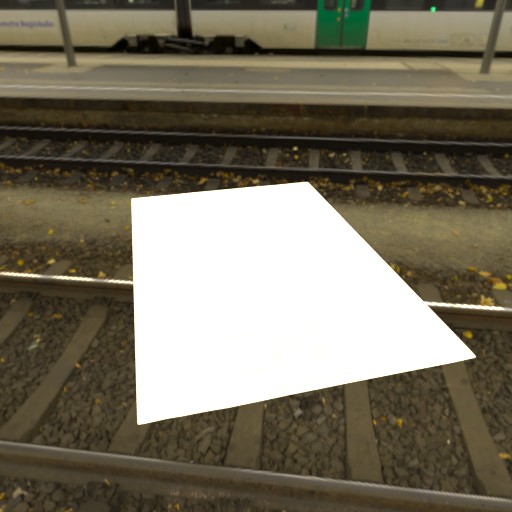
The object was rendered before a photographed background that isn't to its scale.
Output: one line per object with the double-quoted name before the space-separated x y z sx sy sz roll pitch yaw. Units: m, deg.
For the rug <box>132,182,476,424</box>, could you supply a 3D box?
"rug" 0.000 0.000 2.294 1.234 0.006 1.850 -7 31 -12
